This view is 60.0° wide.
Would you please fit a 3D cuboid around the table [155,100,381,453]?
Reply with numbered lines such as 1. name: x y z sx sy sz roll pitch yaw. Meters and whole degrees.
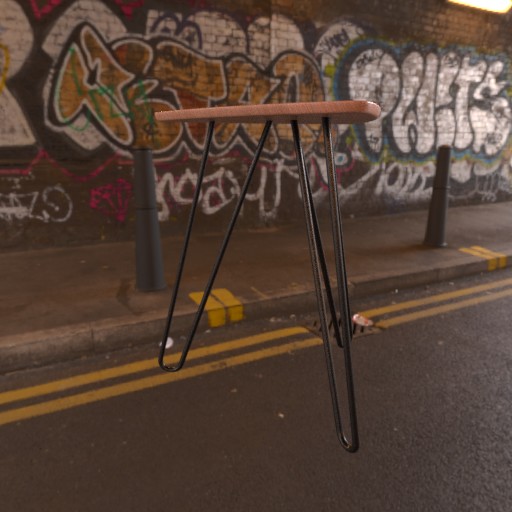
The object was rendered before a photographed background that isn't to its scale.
1. table: 0.000 0.000 0.910 0.455 0.564 0.442 3 15 10
